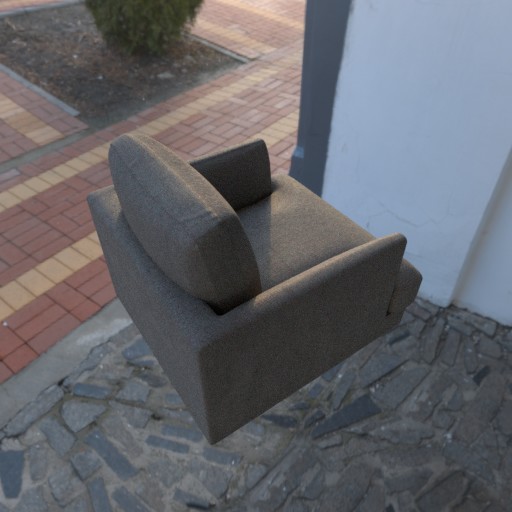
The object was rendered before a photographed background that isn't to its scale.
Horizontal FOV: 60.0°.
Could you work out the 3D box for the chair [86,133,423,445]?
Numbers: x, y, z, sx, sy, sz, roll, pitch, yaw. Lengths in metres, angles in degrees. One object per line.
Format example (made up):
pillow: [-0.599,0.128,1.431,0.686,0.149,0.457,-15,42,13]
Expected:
chair: [0.000,0.000,1.637,0.899,0.957,0.858,-25,48,-25]
